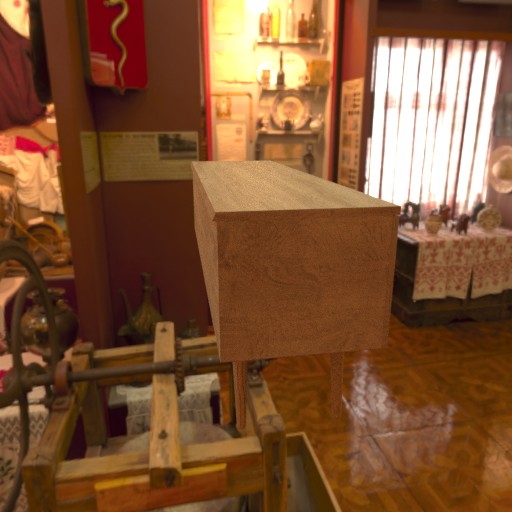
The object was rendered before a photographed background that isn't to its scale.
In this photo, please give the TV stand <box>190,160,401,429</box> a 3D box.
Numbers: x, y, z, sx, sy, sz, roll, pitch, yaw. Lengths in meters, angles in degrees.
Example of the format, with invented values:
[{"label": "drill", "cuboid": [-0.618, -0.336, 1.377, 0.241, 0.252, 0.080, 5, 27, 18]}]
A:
[{"label": "TV stand", "cuboid": [0.000, 0.000, 1.563, 0.401, 0.565, 1.313, -3, 16, -10]}]
